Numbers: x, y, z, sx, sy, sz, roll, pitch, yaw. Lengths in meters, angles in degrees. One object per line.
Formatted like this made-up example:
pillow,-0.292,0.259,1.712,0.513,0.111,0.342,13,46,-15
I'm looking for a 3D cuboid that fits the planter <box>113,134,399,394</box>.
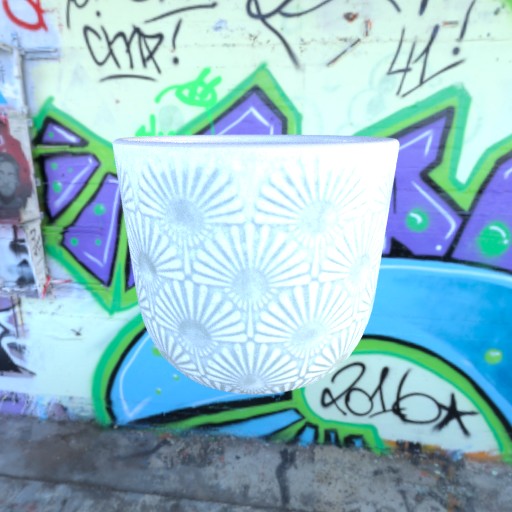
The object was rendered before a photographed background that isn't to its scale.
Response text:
planter,0.000,0.000,0.295,0.170,0.152,0.170,0,17,0
